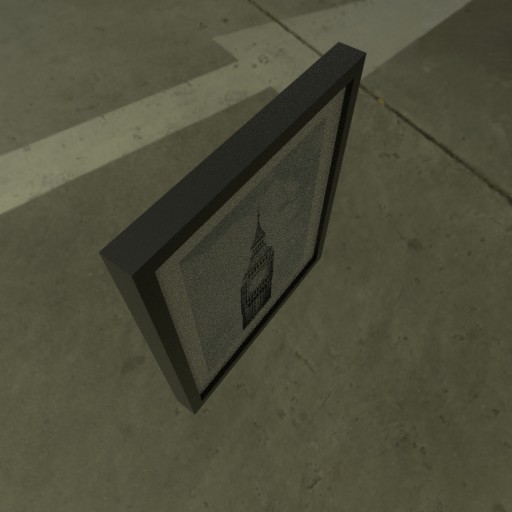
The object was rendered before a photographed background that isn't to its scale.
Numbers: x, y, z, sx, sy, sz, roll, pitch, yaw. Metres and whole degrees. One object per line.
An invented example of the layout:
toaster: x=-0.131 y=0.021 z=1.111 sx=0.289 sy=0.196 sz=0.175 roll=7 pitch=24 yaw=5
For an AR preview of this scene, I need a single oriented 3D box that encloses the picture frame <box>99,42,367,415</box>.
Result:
picture frame: x=0.000 y=0.000 z=0.539 sx=0.034 sy=0.378 sz=0.328 roll=32 pitch=62 yaw=19
